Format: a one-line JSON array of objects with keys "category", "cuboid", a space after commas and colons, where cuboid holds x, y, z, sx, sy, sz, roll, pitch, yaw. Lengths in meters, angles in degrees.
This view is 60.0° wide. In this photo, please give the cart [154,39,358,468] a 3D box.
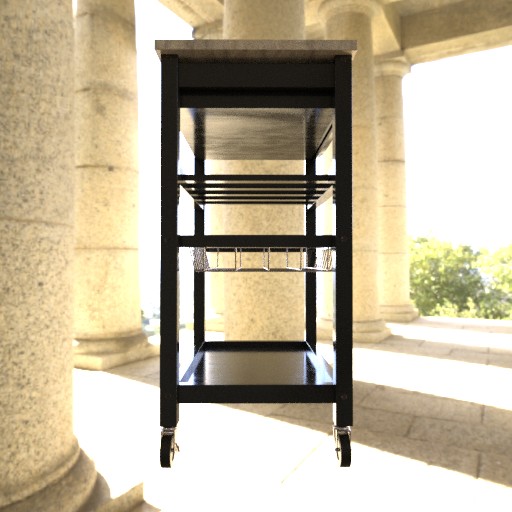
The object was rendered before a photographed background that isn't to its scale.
[{"category": "cart", "cuboid": [0.000, 0.000, 1.142, 0.403, 0.839, 0.584, 0, -1, 0]}]
